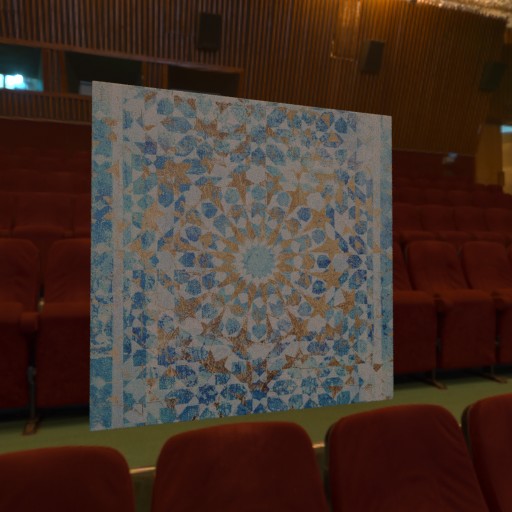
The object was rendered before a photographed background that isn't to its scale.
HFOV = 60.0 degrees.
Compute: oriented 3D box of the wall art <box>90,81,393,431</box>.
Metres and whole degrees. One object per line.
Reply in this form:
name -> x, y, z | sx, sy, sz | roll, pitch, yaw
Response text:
wall art -> 0.000, 0.000, 1.313 | 0.916, 0.916, 0.040 | 0, -1, -18
